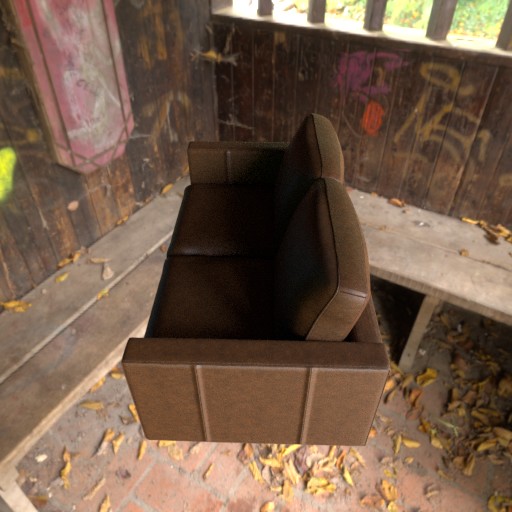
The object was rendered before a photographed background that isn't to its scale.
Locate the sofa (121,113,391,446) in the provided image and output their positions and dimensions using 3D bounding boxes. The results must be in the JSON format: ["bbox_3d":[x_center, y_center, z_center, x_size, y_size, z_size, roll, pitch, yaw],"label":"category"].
[{"bbox_3d":[0.000,0.000,2.151,0.909,0.951,1.578,1,41,1],"label":"sofa"}]
